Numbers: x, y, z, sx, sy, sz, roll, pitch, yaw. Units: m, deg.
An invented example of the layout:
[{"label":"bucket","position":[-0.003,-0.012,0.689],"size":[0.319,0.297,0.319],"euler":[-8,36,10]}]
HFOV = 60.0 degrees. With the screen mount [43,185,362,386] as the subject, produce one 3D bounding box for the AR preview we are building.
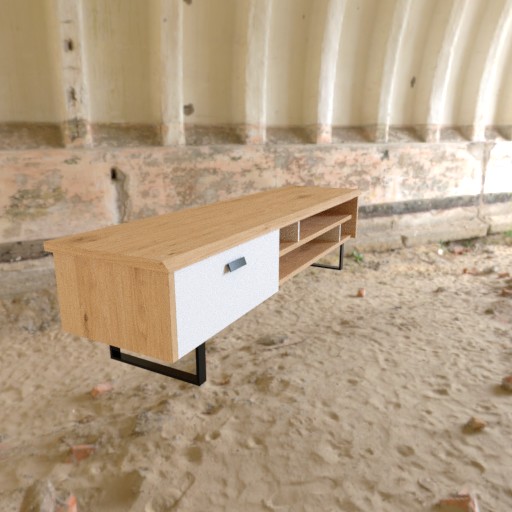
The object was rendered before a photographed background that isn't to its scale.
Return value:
[{"label":"screen mount","position":[0.000,0.000,1.927],"size":[0.450,0.430,1.700],"euler":[8,17,27]}]
